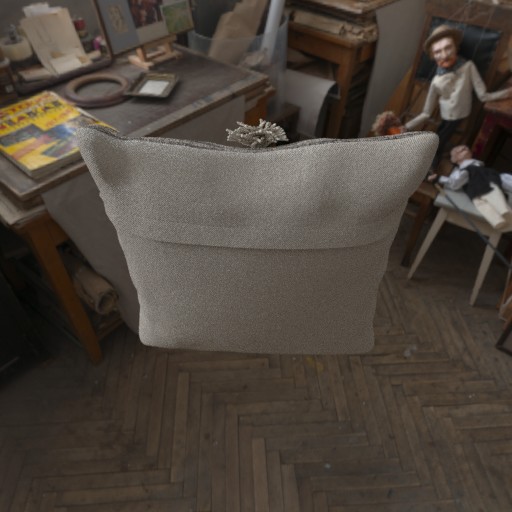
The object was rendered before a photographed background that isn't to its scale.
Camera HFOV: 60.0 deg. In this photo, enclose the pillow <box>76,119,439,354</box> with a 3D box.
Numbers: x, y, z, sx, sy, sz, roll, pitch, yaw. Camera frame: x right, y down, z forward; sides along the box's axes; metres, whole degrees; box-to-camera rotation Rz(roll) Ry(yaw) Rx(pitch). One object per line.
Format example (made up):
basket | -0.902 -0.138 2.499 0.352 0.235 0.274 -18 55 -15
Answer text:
pillow | 0.000 0.000 0.760 0.484 0.490 0.234 2 45 2
